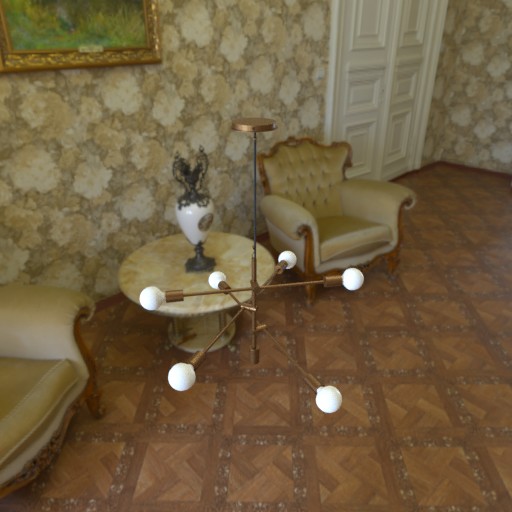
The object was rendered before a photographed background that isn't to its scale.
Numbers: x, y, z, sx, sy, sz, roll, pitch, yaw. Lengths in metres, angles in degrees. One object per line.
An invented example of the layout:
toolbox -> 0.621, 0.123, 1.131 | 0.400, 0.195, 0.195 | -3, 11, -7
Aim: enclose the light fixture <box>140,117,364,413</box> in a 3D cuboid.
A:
light fixture -> 0.000, 0.000, 1.266 | 0.637, 0.744, 0.682 | 0, 27, 0
